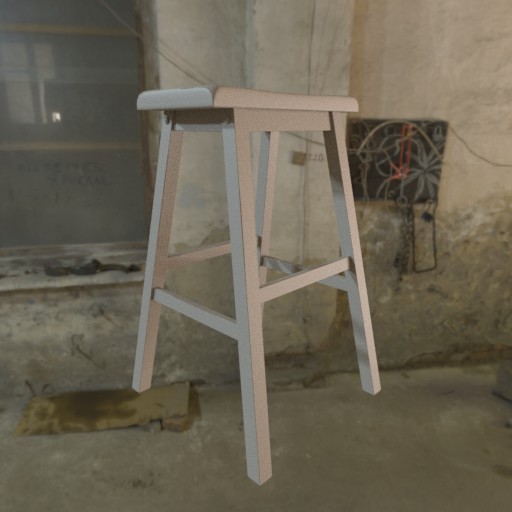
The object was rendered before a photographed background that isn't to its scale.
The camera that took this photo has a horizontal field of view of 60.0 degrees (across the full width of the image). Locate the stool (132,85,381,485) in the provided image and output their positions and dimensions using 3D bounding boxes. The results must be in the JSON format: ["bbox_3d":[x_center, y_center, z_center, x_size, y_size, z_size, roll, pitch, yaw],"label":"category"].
[{"bbox_3d":[0.000,0.000,1.071,0.476,0.737,0.457,16,23,42],"label":"stool"}]
